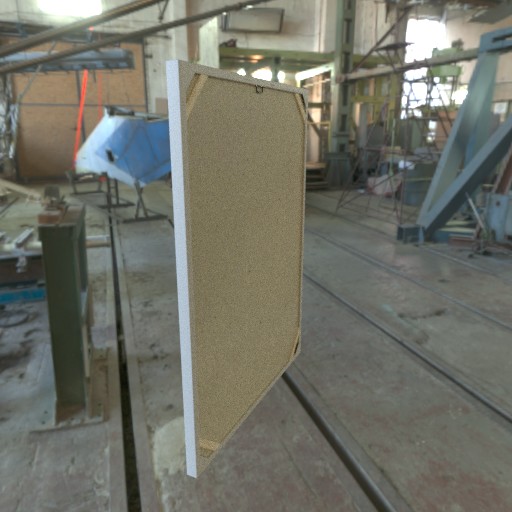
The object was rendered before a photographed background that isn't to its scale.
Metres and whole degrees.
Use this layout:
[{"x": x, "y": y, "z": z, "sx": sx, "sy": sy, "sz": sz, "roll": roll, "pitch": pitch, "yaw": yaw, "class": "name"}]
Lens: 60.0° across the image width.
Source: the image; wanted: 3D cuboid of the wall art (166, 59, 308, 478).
[{"x": 0.000, "y": 0.000, "z": 1.624, "sx": 0.038, "sy": 1.212, "sz": 0.914, "roll": 8, "pitch": 18, "yaw": 25, "class": "wall art"}]
